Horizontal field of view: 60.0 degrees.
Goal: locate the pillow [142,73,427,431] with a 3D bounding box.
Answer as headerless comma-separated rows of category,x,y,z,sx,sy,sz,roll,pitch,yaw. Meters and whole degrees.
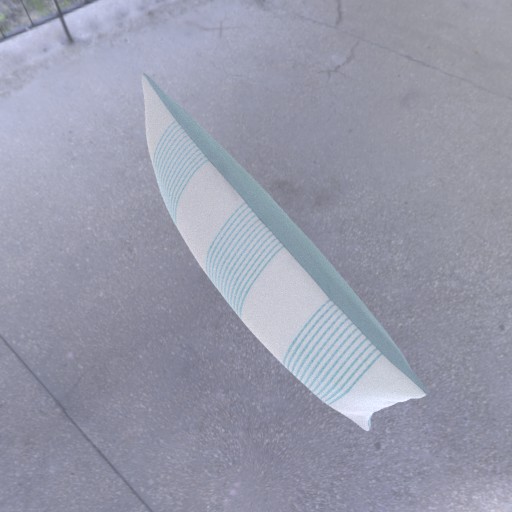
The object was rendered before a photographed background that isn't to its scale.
pillow,0.000,0.000,0.704,0.151,0.287,0.610,-33,67,-16
